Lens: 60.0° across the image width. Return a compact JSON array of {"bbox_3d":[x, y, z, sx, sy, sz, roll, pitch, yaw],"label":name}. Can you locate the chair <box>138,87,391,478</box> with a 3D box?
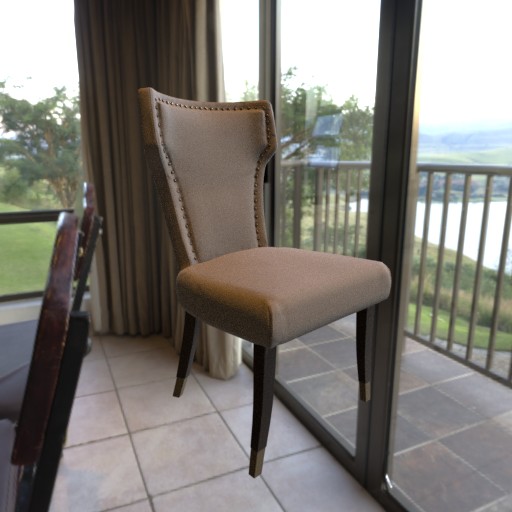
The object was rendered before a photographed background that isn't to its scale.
[{"bbox_3d":[0.000,0.000,1.335,0.526,0.950,0.630,-13,18,-42],"label":"chair"}]
